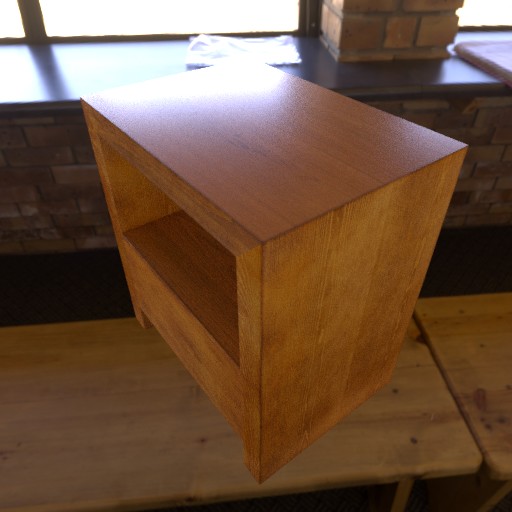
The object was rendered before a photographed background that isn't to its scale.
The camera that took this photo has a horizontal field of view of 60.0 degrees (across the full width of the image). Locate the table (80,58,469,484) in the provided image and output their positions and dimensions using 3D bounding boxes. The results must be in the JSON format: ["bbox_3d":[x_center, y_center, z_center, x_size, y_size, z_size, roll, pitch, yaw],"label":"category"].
[{"bbox_3d":[0.000,0.000,0.937,0.400,0.605,0.550,-26,46,-28],"label":"table"}]
